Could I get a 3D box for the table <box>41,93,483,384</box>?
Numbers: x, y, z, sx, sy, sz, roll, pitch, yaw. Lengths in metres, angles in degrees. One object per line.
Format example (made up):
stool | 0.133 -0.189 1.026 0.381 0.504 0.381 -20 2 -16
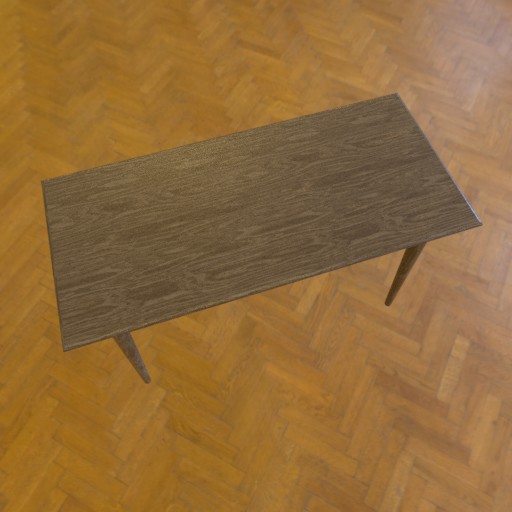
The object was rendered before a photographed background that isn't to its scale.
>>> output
table | 0.000 0.000 1.767 1.300 0.780 0.599 -16 64 -8
